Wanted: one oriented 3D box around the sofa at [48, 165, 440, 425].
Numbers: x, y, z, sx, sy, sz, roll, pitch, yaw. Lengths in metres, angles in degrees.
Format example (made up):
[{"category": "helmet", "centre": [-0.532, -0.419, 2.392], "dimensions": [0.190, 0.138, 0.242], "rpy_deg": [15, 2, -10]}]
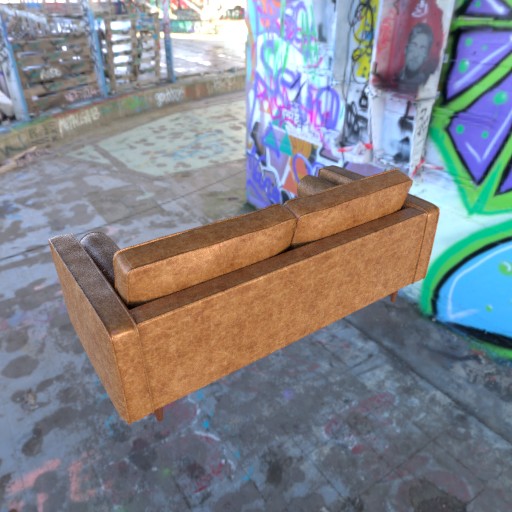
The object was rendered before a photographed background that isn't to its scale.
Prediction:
[{"category": "sofa", "centre": [0.000, 0.000, 2.434], "dimensions": [1.920, 0.825, 0.924], "rpy_deg": [-20, 36, -29]}]
